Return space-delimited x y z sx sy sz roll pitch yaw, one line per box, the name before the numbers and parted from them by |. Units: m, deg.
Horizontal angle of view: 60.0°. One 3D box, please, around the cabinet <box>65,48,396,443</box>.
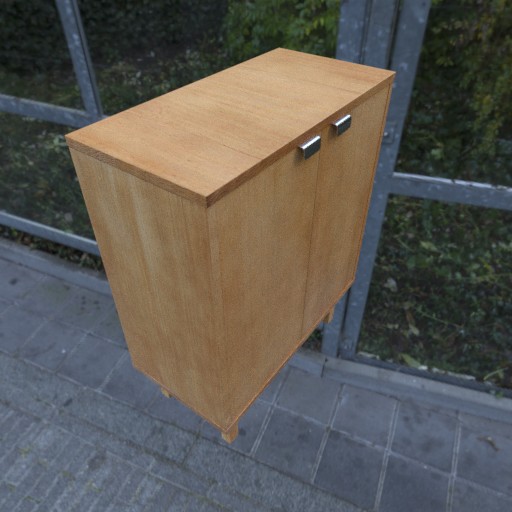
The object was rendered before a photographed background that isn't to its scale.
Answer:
cabinet | 0.000 0.000 1.406 0.419 1.001 0.800 26 47 27
